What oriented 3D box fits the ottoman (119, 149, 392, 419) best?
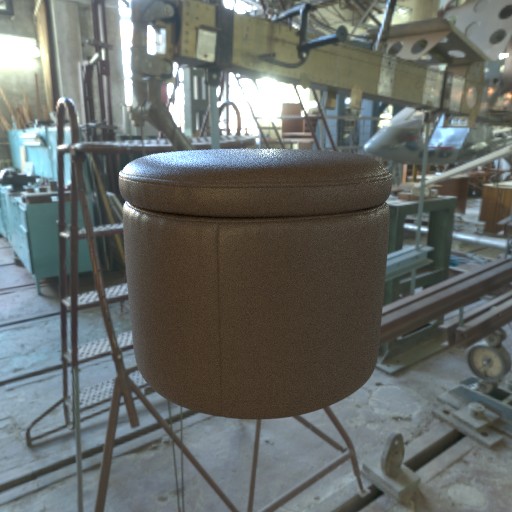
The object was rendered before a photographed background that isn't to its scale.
[{"bbox_3d":[0.000,0.000,0.882,0.500,0.409,0.500,0,16,0],"label":"ottoman"}]
